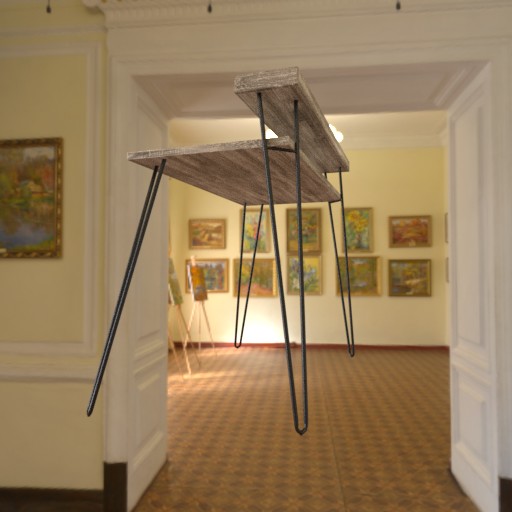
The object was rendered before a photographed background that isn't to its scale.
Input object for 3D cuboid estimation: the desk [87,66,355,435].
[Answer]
[{"bbox_3d":[0.000,0.000,1.650,0.605,0.899,1.135,-1,-2,19],"label":"desk"}]
